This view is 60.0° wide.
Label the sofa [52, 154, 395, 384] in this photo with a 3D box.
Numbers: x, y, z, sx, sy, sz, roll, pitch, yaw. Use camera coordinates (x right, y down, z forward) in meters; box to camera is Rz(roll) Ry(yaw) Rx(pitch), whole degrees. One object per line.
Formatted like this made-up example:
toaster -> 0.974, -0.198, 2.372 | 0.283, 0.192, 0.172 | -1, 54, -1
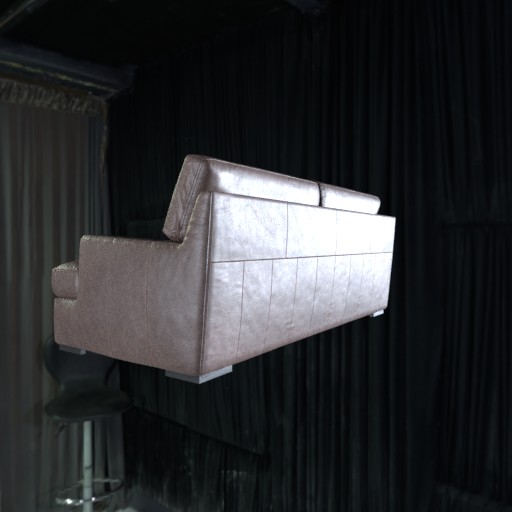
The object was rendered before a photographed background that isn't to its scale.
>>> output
sofa -> 0.000, 0.000, 2.881 | 1.143, 0.941, 2.261 | 1, 2, 35
